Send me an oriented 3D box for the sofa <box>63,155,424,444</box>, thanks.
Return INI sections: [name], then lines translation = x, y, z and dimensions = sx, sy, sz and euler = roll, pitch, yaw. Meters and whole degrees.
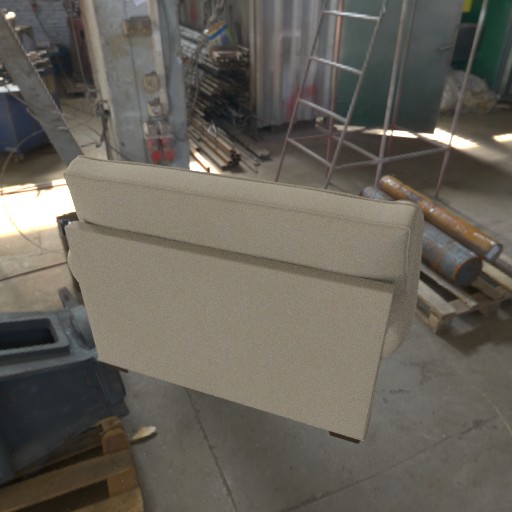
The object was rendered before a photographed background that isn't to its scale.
[sofa]
translation = 0.000, 0.000, 2.035
dimensions = 1.405, 1.006, 0.937
euler = 11, 34, 17
